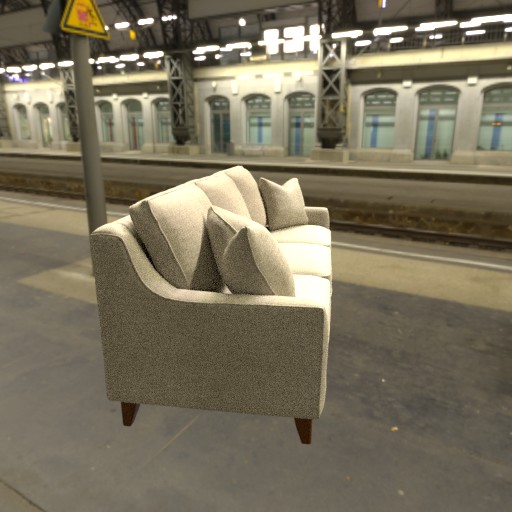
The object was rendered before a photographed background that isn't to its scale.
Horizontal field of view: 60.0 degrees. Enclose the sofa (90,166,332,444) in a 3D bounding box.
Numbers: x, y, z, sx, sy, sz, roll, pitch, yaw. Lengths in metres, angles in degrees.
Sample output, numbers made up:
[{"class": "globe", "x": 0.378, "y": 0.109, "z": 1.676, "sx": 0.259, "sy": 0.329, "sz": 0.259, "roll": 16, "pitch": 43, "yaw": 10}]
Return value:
[{"class": "sofa", "x": 0.000, "y": 0.000, "z": 2.525, "sx": 0.865, "sy": 0.914, "sz": 2.031, "roll": 3, "pitch": 16, "yaw": 9}]
